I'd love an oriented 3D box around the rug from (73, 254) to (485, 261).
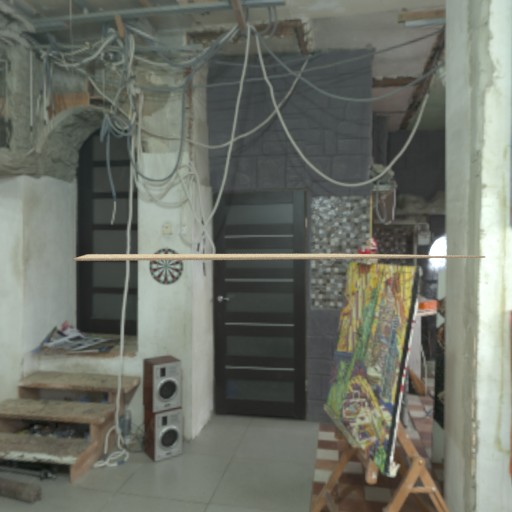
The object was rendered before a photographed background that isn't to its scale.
[{"bbox_3d":[0.000,0.000,3.961,2.895,0.018,2.288,0,1,-19],"label":"rug"}]
